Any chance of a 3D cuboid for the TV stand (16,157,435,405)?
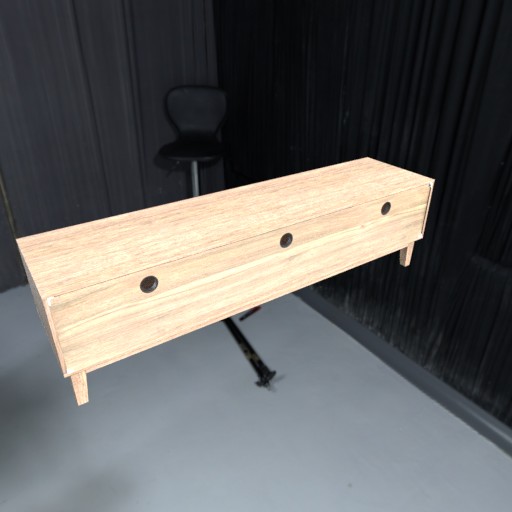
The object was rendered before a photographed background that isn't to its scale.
[{"bbox_3d":[0.000,0.000,1.652,1.482,0.409,0.366,-18,34,-29],"label":"TV stand"}]
